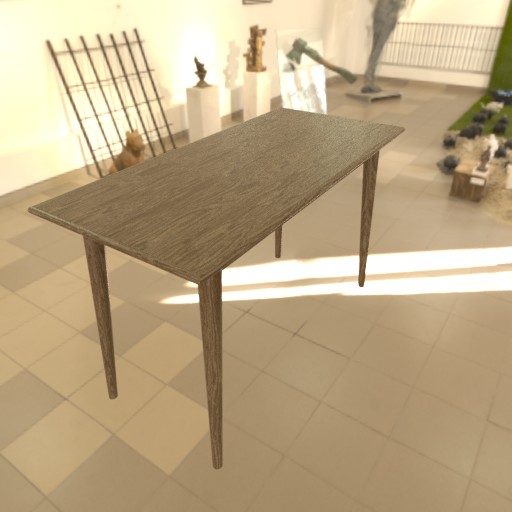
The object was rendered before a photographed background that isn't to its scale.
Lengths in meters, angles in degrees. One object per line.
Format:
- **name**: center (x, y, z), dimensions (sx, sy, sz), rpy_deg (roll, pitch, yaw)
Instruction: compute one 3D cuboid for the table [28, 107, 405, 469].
- **table**: center (0.000, 0.000, 1.703), dimensions (0.599, 0.780, 1.300), rpy_deg (20, 37, 28)
